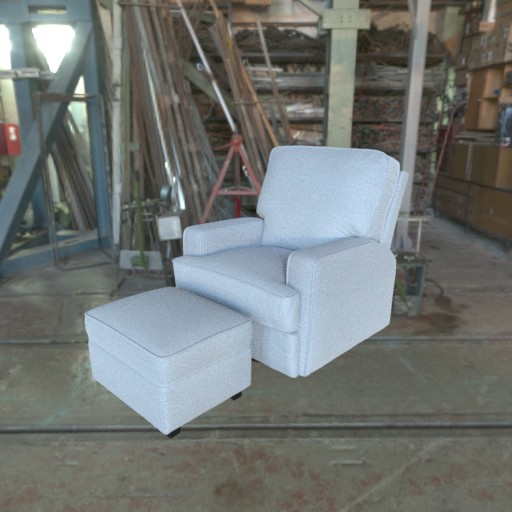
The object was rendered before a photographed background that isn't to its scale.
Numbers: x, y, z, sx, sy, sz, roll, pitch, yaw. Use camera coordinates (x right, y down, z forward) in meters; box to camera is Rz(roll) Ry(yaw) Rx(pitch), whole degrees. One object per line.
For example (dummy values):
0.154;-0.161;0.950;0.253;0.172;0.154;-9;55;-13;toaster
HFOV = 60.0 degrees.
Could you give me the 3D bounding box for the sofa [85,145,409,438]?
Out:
0.000;0.000;2.070;0.861;0.959;1.472;15;22;42;sofa
